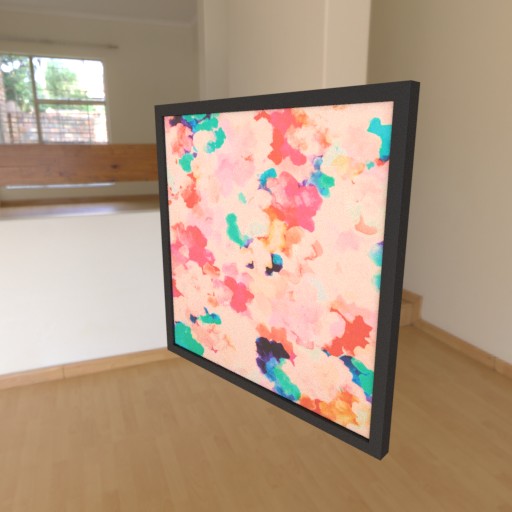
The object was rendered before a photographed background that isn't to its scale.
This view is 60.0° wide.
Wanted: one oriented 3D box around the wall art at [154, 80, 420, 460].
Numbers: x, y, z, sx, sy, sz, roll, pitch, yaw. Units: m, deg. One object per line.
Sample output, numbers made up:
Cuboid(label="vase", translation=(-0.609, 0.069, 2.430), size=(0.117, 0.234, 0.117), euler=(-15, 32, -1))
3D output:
Cuboid(label="wall art", translation=(0.000, 0.000, 0.448), size=(0.306, 0.304, 0.015), euler=(13, 19, 42))
